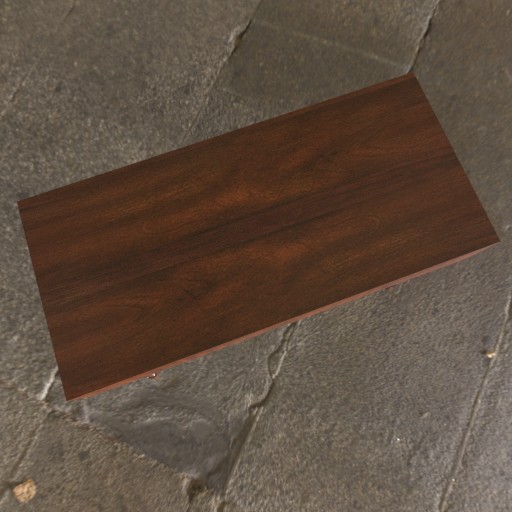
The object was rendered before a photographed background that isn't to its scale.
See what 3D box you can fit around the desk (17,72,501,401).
[{"bbox_3d":[0.000,0.000,2.085,1.577,1.031,0.734,-19,77,-5],"label":"desk"}]
